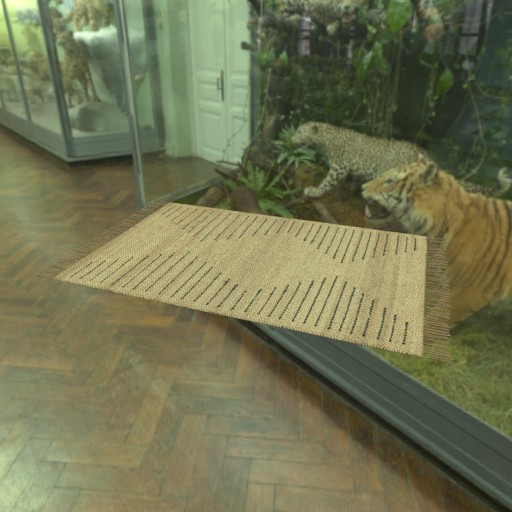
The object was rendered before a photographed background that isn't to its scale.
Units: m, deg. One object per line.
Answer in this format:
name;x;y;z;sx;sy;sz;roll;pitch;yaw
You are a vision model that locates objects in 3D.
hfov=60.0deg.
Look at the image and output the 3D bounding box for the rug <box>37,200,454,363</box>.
rug;0.000;0.000;2.548;2.085;0.027;1.224;9;29;18
